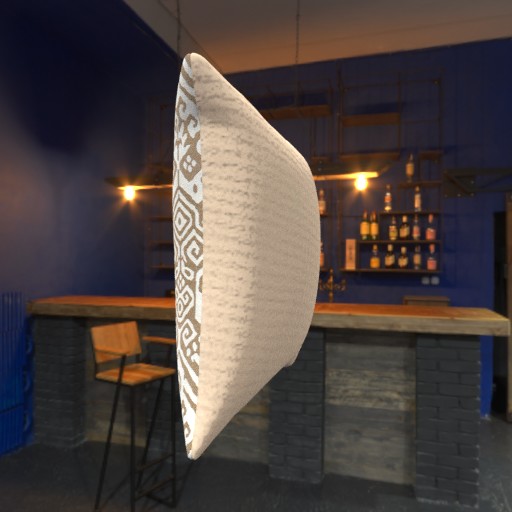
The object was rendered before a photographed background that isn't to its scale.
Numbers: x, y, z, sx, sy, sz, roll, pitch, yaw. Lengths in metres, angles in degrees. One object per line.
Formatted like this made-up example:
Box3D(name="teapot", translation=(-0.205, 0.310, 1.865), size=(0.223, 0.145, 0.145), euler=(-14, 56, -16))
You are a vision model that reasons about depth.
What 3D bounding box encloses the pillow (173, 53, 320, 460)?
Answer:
Box3D(name="pillow", translation=(0.000, 0.000, 0.638), size=(0.173, 0.407, 0.419), euler=(0, 0, 18))
